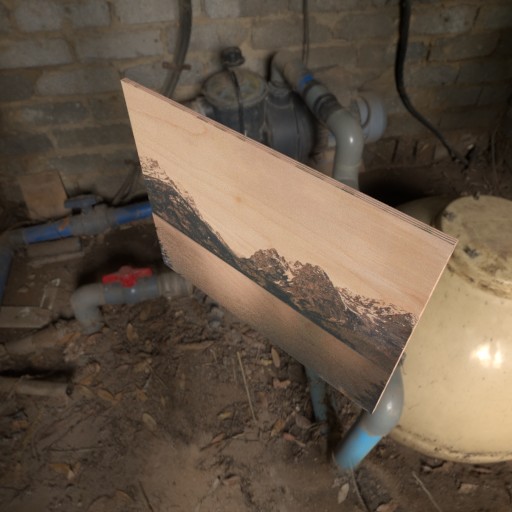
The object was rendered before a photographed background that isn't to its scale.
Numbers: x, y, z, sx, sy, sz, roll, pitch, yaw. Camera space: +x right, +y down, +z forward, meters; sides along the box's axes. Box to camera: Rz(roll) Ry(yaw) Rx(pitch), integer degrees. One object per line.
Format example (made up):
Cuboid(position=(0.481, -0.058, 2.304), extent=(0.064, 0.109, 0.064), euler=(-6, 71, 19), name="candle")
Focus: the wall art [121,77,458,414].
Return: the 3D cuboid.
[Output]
Cuboid(position=(0.000, 0.000, 0.689), extent=(0.508, 0.408, 0.010), euler=(32, 56, 26), name="wall art")
